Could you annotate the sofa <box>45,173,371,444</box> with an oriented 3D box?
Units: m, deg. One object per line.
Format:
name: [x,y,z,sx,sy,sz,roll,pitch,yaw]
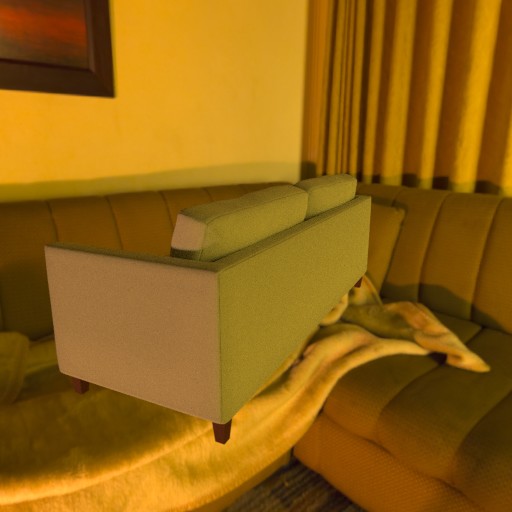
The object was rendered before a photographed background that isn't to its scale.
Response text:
sofa: [0.000,0.000,2.871,0.948,0.965,2.434,7,16,26]
